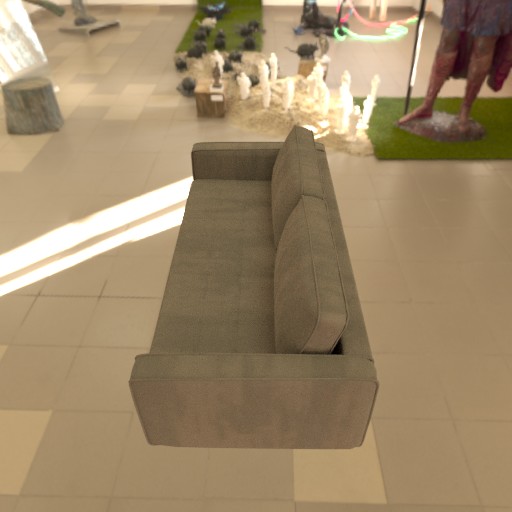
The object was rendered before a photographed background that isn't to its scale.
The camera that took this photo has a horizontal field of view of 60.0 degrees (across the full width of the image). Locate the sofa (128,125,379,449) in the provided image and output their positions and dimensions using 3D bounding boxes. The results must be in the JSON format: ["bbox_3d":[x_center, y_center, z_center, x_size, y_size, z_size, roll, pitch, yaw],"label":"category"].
[{"bbox_3d":[0.000,0.000,2.421,0.924,0.825,1.920,1,40,1],"label":"sofa"}]
